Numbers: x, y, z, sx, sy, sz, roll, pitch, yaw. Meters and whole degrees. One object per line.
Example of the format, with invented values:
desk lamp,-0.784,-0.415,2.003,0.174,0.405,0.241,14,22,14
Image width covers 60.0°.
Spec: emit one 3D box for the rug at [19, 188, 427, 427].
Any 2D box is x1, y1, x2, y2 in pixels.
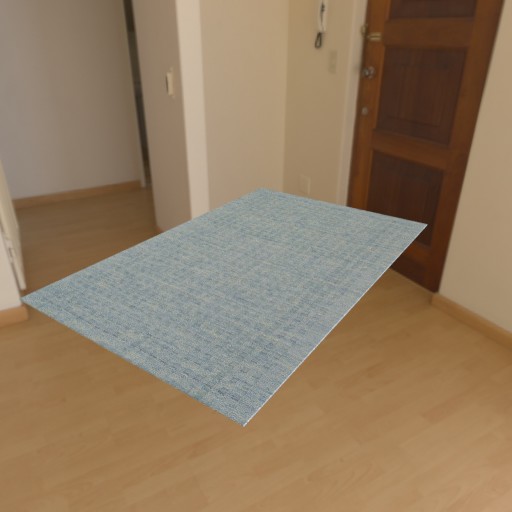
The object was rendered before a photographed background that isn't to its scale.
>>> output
rug,0.000,0.000,2.164,1.142,0.006,1.752,18,32,31
